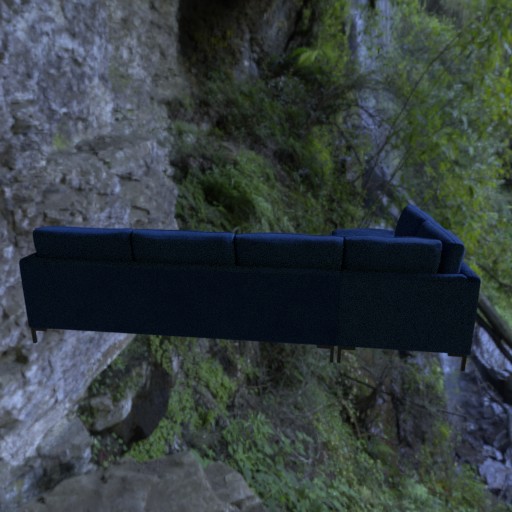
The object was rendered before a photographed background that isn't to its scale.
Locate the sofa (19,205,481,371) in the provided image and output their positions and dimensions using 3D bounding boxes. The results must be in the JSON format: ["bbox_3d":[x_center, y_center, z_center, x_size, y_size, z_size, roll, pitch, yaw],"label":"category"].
[{"bbox_3d":[0.000,0.000,3.729,2.949,0.815,2.007,2,16,7],"label":"sofa"}]
